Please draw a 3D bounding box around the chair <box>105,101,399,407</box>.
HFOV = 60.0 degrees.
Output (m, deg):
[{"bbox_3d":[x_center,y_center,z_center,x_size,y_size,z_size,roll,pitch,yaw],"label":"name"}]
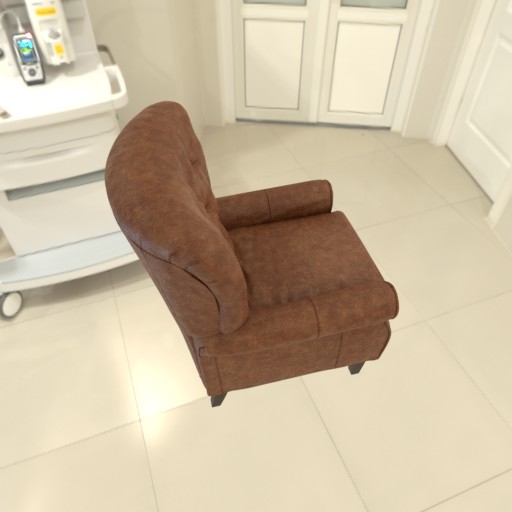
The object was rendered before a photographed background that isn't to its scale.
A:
[{"bbox_3d":[0.000,0.000,1.940,1.059,1.164,0.951,-10,46,-10],"label":"chair"}]
